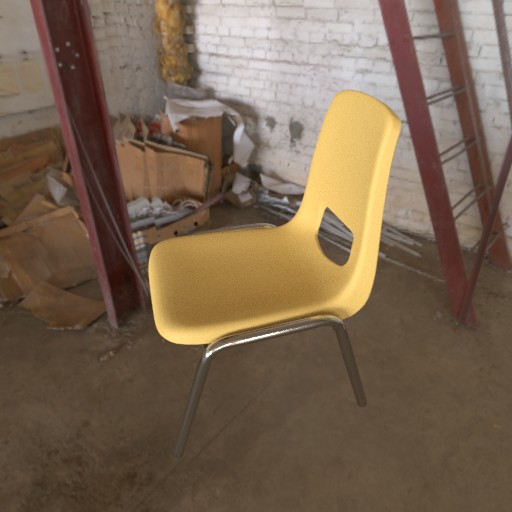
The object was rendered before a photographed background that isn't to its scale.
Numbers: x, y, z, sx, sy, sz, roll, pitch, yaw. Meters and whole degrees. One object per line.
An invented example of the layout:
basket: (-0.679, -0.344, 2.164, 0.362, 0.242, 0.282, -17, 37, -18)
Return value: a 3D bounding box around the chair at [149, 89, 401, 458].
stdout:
chair: (0.000, 0.000, 0.796, 0.385, 0.536, 0.354, -8, 33, -13)
